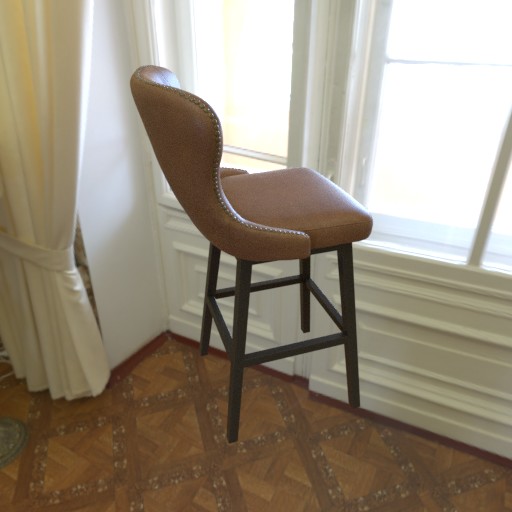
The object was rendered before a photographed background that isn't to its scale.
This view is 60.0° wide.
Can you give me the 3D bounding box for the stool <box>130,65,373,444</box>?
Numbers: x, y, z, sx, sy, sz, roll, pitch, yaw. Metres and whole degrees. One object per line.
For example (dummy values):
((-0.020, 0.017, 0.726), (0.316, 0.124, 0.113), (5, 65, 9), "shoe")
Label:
((0.000, 0.000, 1.340), (0.601, 1.050, 0.528), (-9, 31, -16), "stool")
